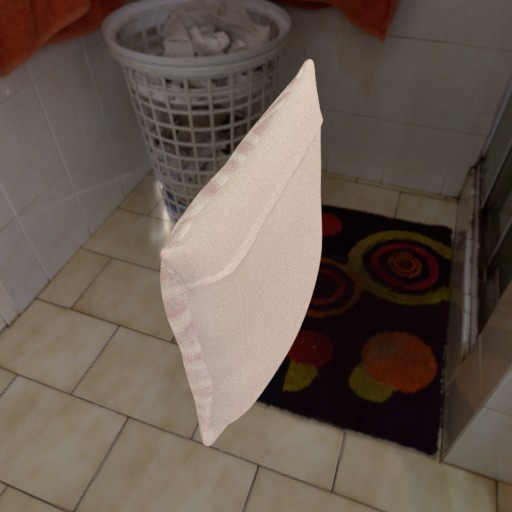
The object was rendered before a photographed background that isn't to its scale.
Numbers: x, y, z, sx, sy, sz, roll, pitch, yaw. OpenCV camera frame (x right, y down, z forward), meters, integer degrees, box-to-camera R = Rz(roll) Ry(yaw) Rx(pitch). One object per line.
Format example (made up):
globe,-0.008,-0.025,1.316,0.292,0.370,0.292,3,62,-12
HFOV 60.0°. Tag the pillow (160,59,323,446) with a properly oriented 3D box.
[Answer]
pillow,0.000,0.000,0.676,0.182,0.441,0.440,16,48,15
